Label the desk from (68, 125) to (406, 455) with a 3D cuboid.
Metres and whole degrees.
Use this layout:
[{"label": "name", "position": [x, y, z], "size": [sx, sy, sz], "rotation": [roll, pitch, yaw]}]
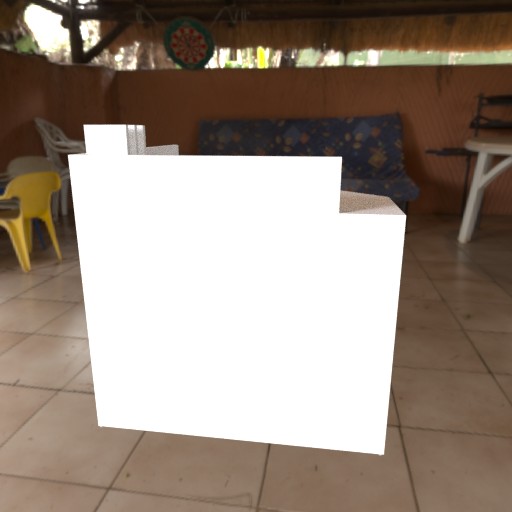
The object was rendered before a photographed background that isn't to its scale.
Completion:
[{"label": "desk", "position": [0.000, 0.000, 1.752], "size": [0.940, 0.986, 0.940], "rotation": [2, 16, 8]}]
